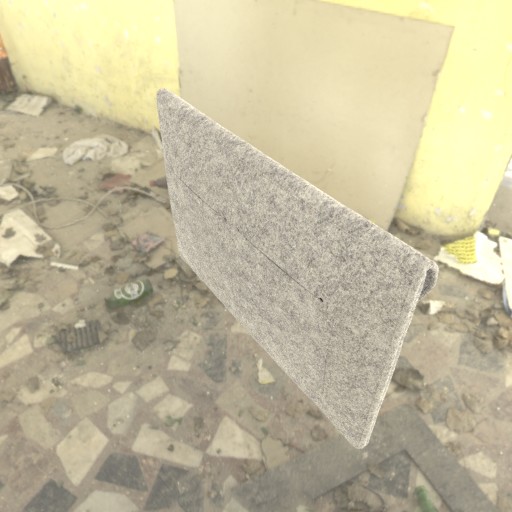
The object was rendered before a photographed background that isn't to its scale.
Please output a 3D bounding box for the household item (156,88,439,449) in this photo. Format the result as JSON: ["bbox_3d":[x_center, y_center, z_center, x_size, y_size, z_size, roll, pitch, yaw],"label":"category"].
[{"bbox_3d":[0.000,0.000,0.425,0.057,0.221,0.335,-25,47,-26],"label":"household item"}]
